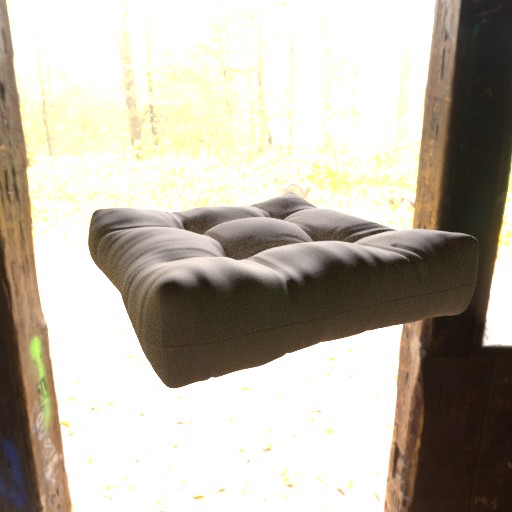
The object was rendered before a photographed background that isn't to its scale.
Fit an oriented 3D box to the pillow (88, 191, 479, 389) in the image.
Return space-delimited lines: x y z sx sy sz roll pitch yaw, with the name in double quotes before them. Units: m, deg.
"pillow" 0.000 0.000 0.717 0.468 0.128 0.490 -8 18 -26
